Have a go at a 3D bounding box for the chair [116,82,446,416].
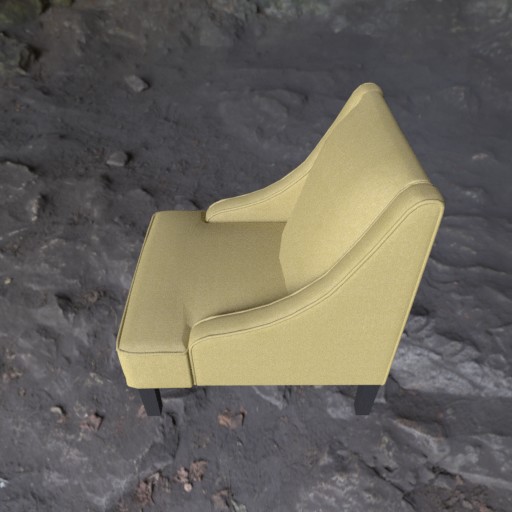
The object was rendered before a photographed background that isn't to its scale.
[{"bbox_3d":[0.000,0.000,1.464,0.814,0.896,0.696,0,41,0],"label":"chair"}]
